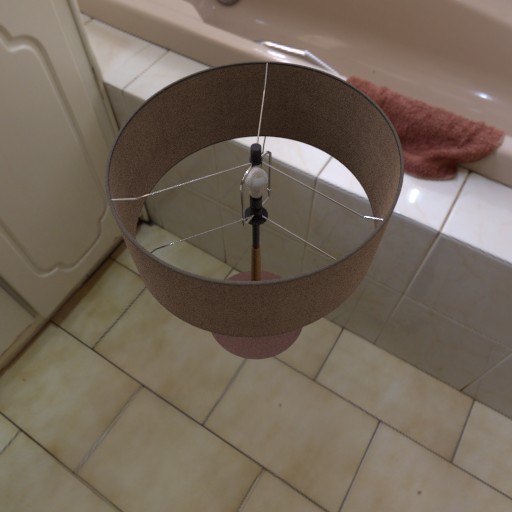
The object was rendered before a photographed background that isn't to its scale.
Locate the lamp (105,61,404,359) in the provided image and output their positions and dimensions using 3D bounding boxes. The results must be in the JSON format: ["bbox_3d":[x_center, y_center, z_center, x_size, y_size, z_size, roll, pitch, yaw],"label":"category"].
[{"bbox_3d":[0.000,0.000,0.830,0.396,0.551,0.417,30,63,18],"label":"lamp"}]
